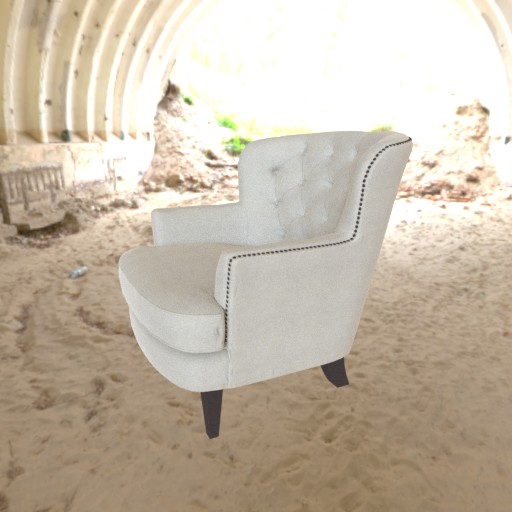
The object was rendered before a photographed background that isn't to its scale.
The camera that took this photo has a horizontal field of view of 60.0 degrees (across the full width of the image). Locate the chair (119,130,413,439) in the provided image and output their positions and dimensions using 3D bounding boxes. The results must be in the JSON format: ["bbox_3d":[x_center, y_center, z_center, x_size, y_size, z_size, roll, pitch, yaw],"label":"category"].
[{"bbox_3d":[0.000,0.000,1.578,0.906,0.868,0.848,-7,17,-26],"label":"chair"}]
